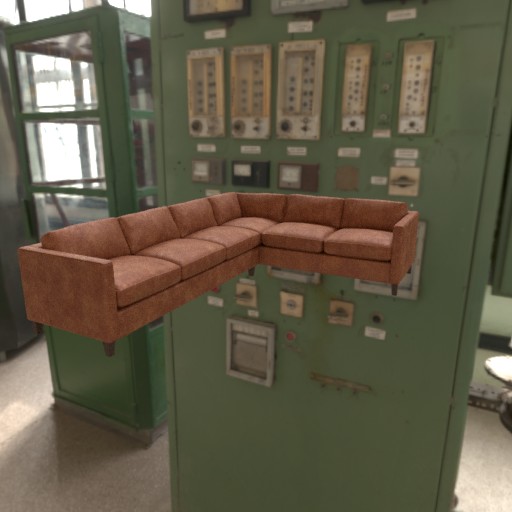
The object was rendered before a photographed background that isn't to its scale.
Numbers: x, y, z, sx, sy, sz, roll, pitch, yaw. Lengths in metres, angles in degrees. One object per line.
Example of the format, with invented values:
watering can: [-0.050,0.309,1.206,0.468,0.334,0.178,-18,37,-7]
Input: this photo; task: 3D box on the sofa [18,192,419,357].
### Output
sofa: [0.000,0.000,4.193,2.438,0.838,3.167,8,17,27]
